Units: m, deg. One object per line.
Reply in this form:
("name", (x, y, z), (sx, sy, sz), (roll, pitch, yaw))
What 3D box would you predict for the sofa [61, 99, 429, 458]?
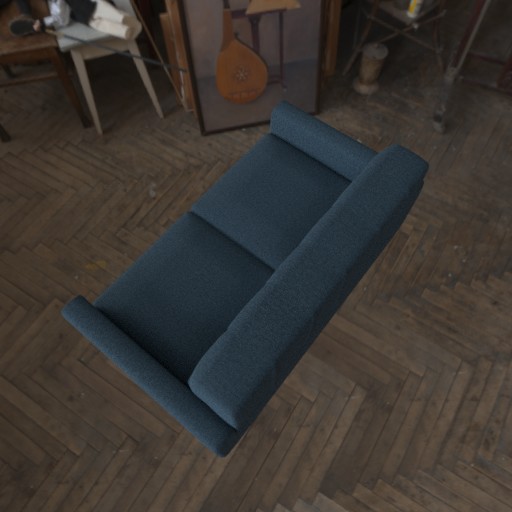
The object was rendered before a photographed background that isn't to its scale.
("sofa", (0.000, 0.000, 2.252), (0.942, 0.896, 1.651), (36, 69, 16))
